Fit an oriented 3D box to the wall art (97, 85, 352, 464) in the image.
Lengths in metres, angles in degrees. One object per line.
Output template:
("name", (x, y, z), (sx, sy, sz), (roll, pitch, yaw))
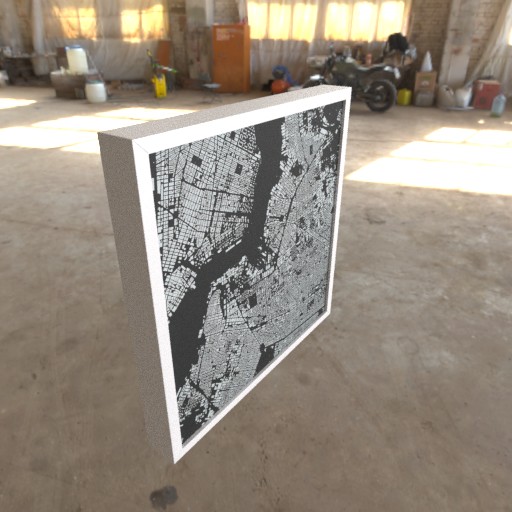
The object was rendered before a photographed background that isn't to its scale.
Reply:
("wall art", (0.000, 0.000, 0.465), (0.037, 0.305, 0.305), (19, 34, 32))
